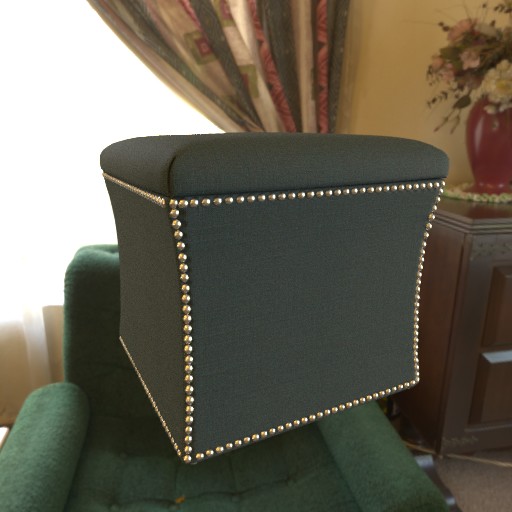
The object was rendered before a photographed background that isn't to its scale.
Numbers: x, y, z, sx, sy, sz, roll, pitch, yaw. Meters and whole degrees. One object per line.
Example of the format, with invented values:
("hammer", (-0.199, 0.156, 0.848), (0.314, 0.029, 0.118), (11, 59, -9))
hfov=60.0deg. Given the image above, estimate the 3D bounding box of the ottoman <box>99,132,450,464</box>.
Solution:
("ottoman", (0.000, 0.000, 0.881), (0.507, 0.475, 0.497), (-8, 17, -26))
